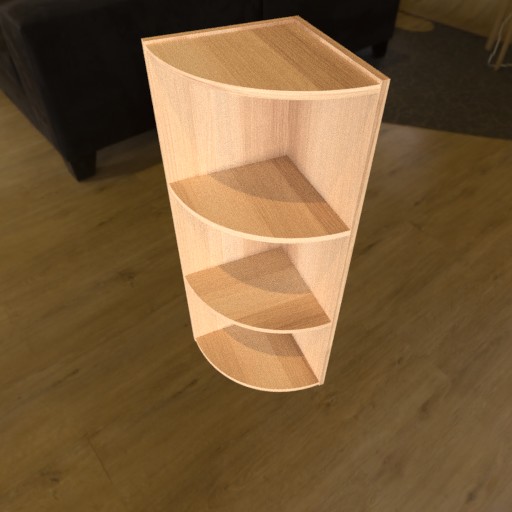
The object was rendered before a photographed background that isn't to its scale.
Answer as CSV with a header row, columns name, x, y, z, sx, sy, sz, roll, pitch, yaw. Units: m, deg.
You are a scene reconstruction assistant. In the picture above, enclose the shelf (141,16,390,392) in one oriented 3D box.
name,x,y,z,sx,sy,sz,roll,pitch,yaw
shelf,0.000,0.000,0.991,0.290,0.872,0.290,-17,48,-16
